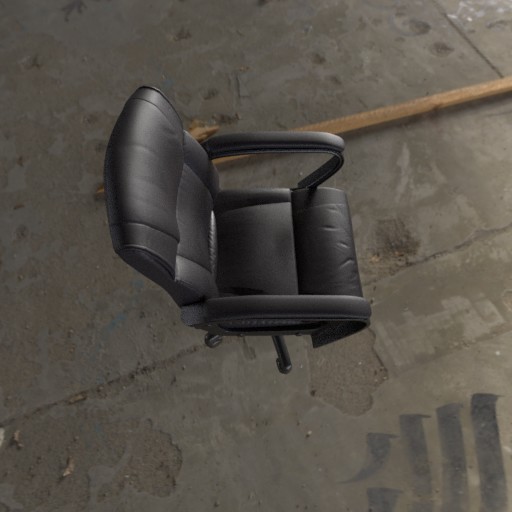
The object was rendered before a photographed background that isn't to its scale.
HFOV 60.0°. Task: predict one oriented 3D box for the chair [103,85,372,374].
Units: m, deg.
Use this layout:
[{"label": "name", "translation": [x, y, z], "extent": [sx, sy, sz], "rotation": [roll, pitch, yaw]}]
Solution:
[{"label": "chair", "translation": [0.000, 0.000, 1.367], "extent": [0.641, 0.998, 0.576], "rotation": [-2, 63, -1]}]
